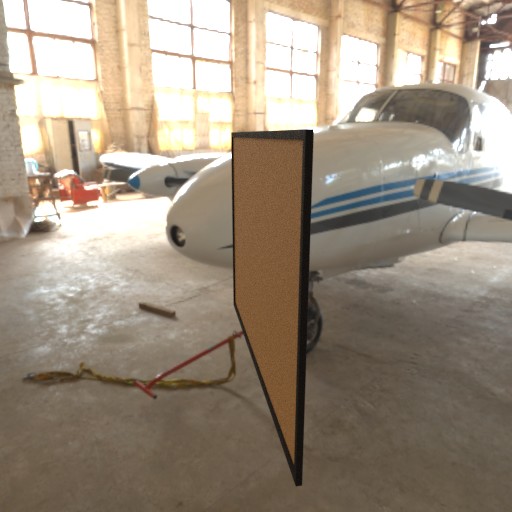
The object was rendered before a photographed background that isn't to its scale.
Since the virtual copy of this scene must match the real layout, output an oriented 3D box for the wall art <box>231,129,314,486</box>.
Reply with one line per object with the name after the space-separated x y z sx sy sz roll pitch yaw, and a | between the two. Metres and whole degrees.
0.000 0.000 1.229 0.013 0.665 0.963 -3 16 -10 | wall art
